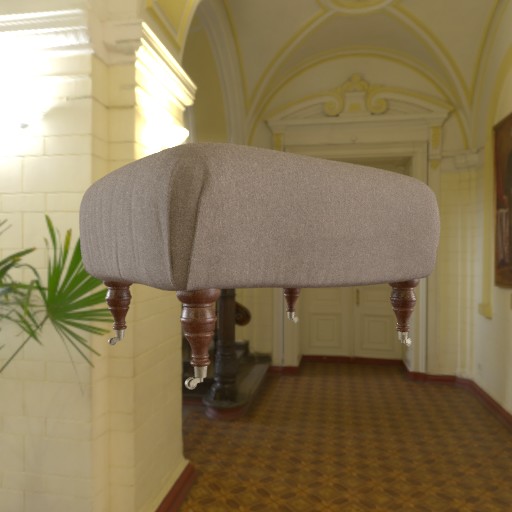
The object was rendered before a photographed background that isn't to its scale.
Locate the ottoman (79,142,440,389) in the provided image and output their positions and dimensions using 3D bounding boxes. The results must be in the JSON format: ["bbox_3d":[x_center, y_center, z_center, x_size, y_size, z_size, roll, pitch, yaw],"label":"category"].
[{"bbox_3d":[0.000,0.000,1.117,0.747,0.450,0.622,0,1,-35],"label":"ottoman"}]
